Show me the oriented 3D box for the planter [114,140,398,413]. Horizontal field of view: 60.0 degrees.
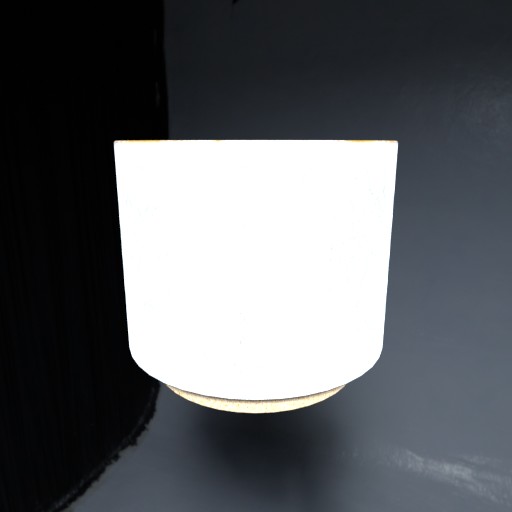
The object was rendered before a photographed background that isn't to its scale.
[{"bbox_3d":[0.000,0.000,0.443,0.255,0.223,0.255,0,14,0],"label":"planter"}]
